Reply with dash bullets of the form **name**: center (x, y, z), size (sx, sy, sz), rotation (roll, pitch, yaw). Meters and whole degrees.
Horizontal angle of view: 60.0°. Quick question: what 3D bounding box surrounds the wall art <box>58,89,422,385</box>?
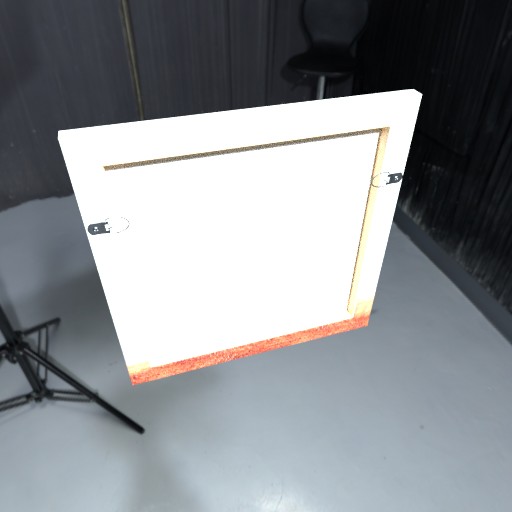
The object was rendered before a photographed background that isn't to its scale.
- **wall art**: center (0.000, 0.000, 1.142), size (0.760, 0.760, 0.042), rotation (-11, 41, -13)
